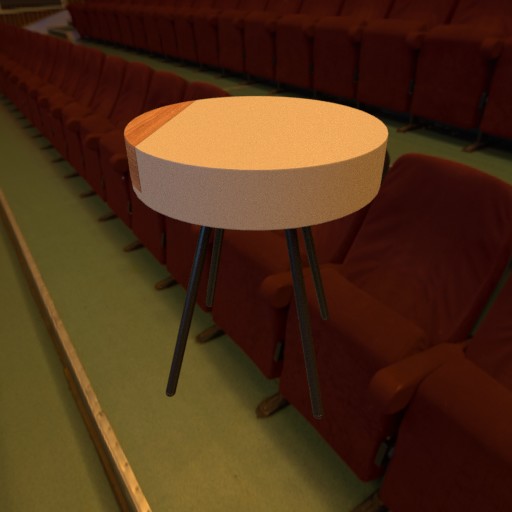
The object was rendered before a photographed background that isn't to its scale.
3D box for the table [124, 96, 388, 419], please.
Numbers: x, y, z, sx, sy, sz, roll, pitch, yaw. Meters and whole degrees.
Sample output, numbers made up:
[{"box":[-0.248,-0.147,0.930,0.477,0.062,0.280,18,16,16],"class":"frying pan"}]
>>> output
[{"box":[0.000,0.000,0.887,0.450,0.525,0.450,0,32,0],"class":"table"}]
